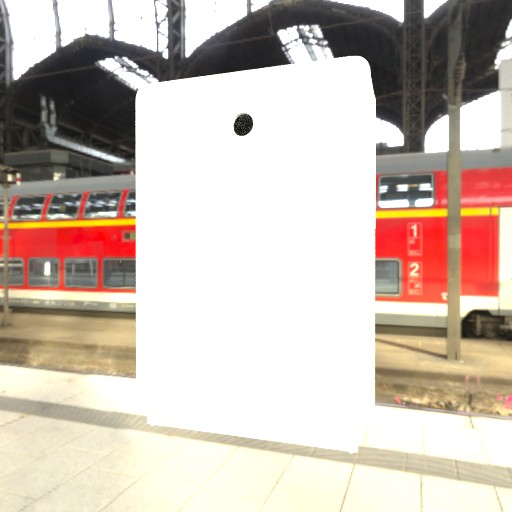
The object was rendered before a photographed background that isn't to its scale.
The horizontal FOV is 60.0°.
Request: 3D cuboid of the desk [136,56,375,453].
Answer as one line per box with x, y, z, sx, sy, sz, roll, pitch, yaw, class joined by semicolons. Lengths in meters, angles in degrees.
0.000;0.000;1.558;0.795;1.190;0.278;0;0;18;desk
